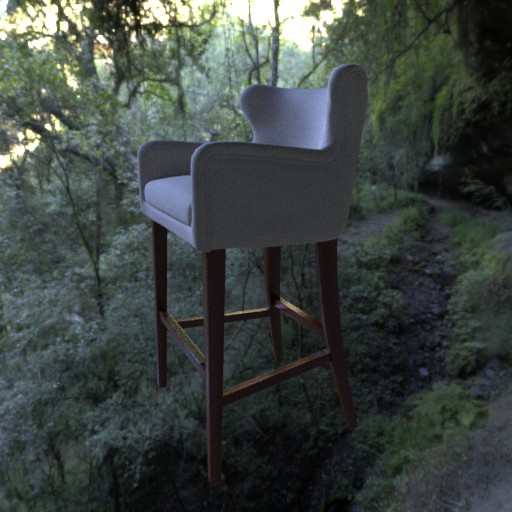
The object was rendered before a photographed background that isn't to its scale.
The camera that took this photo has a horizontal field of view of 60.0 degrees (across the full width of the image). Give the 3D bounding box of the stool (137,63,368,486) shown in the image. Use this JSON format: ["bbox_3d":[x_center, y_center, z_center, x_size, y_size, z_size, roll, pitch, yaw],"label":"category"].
[{"bbox_3d":[0.000,0.000,1.338,0.563,1.034,0.556,-7,17,-26],"label":"stool"}]
